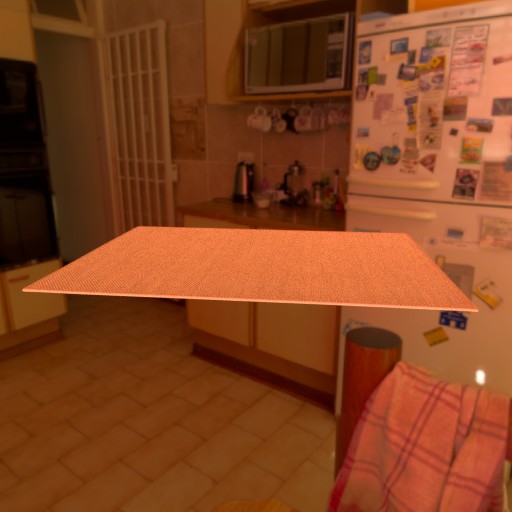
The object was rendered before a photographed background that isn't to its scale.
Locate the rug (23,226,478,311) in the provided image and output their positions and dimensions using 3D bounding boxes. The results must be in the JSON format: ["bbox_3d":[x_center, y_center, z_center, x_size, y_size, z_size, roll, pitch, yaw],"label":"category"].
[{"bbox_3d":[0.000,0.000,2.769,2.134,0.013,1.524,2,16,7],"label":"rug"}]
